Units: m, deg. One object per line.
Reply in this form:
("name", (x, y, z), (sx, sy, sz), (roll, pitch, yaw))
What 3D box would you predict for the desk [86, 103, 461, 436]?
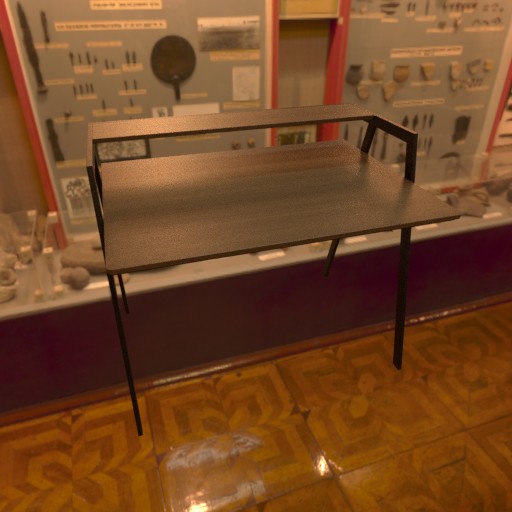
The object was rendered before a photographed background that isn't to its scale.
("desk", (0.000, 0.000, 1.835), (1.143, 0.998, 0.936), (-9, 33, -15))
